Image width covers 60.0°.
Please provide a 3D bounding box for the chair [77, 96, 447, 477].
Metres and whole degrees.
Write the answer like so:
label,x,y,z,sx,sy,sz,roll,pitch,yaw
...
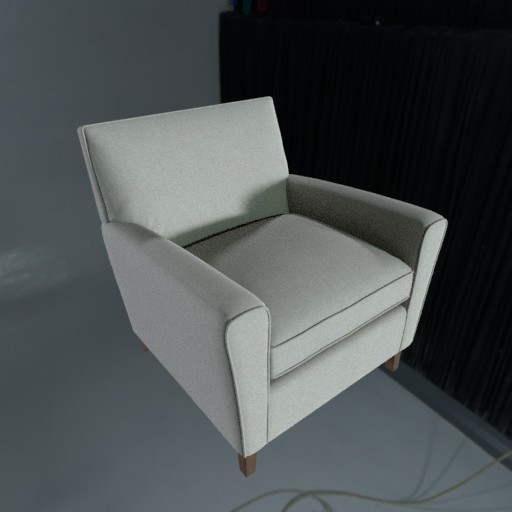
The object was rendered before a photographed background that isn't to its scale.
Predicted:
label,x,y,z,sx,sy,sz,roll,pitch,yaw
chair,0.000,0.000,1.517,0.840,0.846,0.871,-22,37,-32
